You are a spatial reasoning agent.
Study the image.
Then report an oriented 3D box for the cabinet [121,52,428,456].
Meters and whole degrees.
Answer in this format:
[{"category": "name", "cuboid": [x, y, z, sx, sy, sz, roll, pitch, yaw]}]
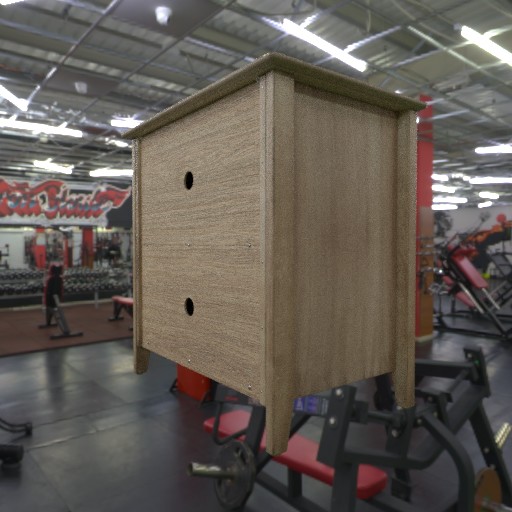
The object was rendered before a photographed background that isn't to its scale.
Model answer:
[{"category": "cabinet", "cuboid": [0.000, 0.000, 1.259, 0.503, 0.762, 0.763, -1, 2, -37]}]
